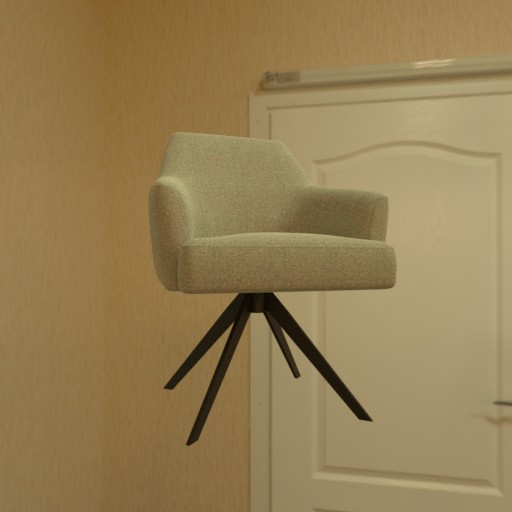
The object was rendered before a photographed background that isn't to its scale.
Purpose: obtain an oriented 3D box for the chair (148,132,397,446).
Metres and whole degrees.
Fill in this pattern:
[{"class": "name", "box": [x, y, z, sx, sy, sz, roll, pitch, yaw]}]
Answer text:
[{"class": "chair", "box": [0.000, 0.000, 1.326, 0.642, 0.874, 0.677, 0, 0, -18]}]
